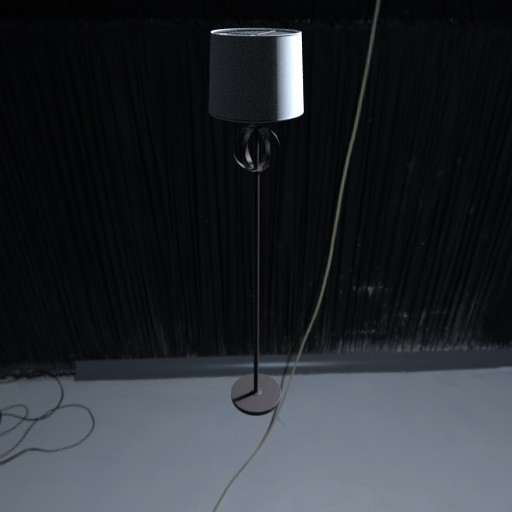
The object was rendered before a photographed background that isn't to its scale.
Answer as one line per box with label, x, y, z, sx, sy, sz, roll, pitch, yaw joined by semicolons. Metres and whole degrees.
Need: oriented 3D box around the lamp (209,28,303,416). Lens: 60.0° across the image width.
lamp;0.000;0.000;1.615;0.286;1.462;0.286;0;31;-1
